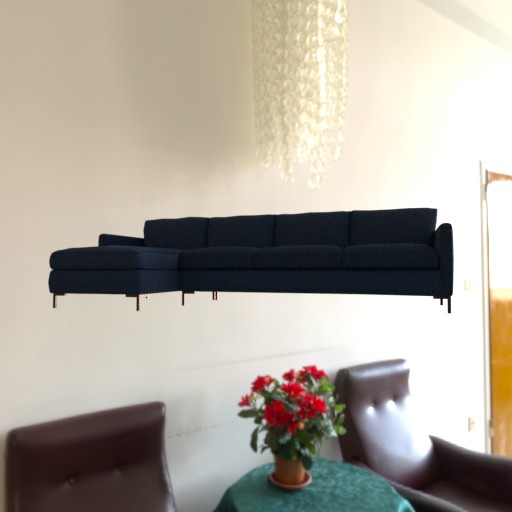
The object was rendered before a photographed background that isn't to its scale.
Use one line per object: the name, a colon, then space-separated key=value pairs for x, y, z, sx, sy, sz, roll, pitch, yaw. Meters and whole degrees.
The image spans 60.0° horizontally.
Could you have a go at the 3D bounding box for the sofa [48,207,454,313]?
sofa: x=0.000 y=0.000 z=2.964 sx=2.450 sy=0.679 sz=1.128 roll=-1 pitch=-2 yaw=19
